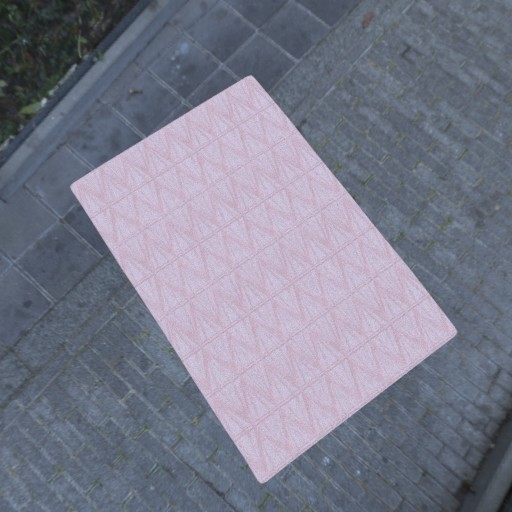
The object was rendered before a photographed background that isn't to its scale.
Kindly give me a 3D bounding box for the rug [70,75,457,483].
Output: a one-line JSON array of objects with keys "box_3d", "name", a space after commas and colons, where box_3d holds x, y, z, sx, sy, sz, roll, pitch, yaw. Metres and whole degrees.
[{"box_3d": [0.000, 0.000, 3.040, 1.609, 0.015, 2.390, -34, 79, -8], "name": "rug"}]
